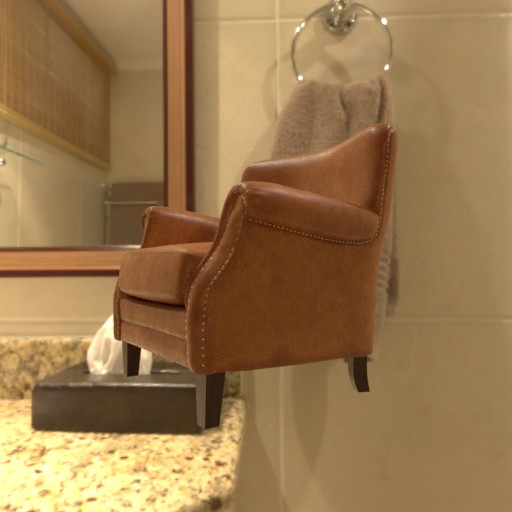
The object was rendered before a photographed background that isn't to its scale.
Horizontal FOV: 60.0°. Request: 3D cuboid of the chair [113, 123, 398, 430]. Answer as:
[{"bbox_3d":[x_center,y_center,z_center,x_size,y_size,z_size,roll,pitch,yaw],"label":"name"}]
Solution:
[{"bbox_3d":[0.000,0.000,1.677,0.921,0.936,0.861,1,-1,-36],"label":"chair"}]
